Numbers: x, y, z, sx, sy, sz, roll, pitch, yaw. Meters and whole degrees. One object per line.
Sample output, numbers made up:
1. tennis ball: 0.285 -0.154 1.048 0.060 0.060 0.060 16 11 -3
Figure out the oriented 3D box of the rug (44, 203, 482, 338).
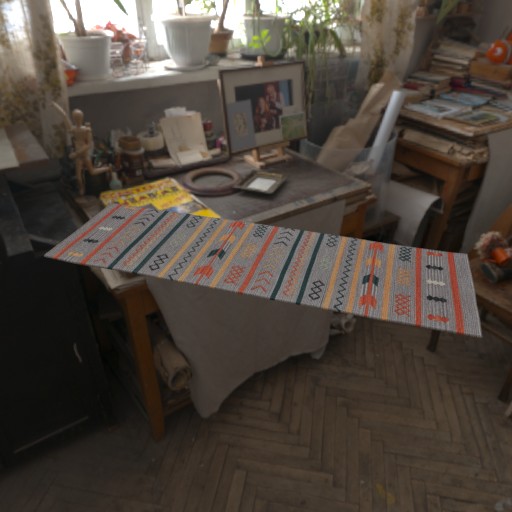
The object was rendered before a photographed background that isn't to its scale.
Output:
1. rug: 0.000 0.000 2.634 2.419 0.022 0.744 9 34 14
